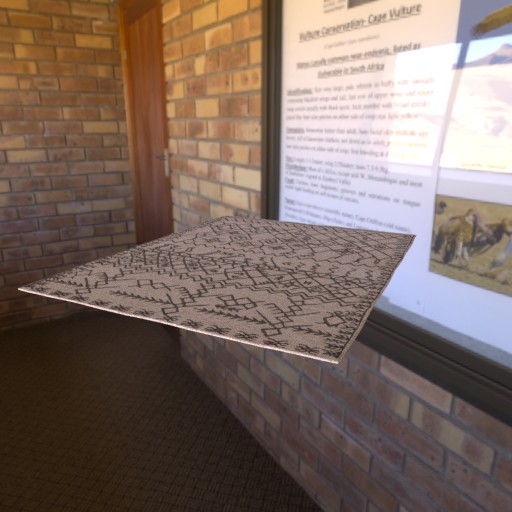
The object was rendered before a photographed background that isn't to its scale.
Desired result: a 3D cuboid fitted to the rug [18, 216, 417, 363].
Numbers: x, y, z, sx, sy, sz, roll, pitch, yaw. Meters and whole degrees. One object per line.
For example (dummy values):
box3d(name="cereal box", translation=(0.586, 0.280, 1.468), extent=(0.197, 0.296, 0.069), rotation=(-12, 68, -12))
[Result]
box3d(name="rug", translation=(0.000, 0.000, 3.259), extent=(1.964, 0.025, 2.455), rotation=(8, 18, 25))
